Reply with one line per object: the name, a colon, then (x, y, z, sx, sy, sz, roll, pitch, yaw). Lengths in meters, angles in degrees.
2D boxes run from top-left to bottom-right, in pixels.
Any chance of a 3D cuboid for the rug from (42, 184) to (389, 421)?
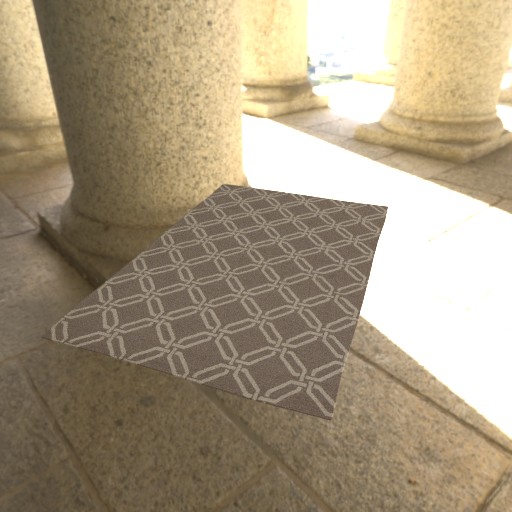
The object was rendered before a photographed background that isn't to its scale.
rug: (0.000, 0.000, 2.241, 1.142, 0.010, 1.748, 10, 32, 17)
